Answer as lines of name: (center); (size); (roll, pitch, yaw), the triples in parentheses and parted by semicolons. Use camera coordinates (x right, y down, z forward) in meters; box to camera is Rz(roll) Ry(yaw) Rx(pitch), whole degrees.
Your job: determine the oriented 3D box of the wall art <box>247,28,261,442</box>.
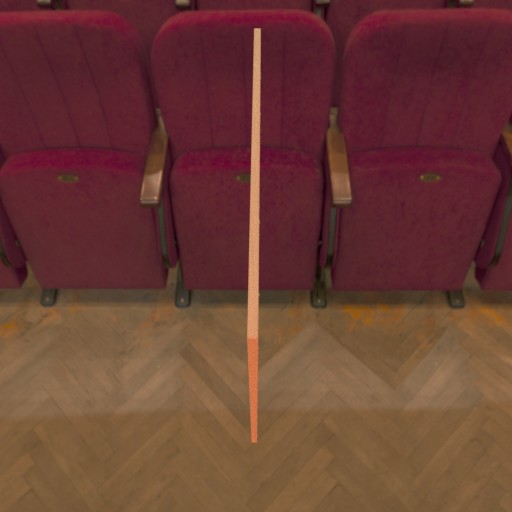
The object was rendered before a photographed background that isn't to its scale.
wall art: (0.000, 0.000, 0.871); (0.013, 0.584, 0.584); (1, 57, 0)
